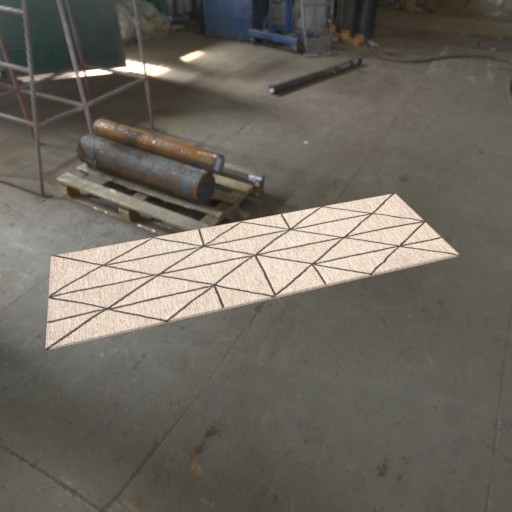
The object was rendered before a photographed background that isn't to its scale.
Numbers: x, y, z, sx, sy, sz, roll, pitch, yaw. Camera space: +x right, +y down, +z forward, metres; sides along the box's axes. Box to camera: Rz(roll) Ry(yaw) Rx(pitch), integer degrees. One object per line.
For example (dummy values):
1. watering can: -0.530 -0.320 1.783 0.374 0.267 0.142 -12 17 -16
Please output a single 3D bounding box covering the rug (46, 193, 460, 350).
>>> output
1. rug: 0.000 0.000 2.767 2.438 0.012 0.762 -11 41 -13
